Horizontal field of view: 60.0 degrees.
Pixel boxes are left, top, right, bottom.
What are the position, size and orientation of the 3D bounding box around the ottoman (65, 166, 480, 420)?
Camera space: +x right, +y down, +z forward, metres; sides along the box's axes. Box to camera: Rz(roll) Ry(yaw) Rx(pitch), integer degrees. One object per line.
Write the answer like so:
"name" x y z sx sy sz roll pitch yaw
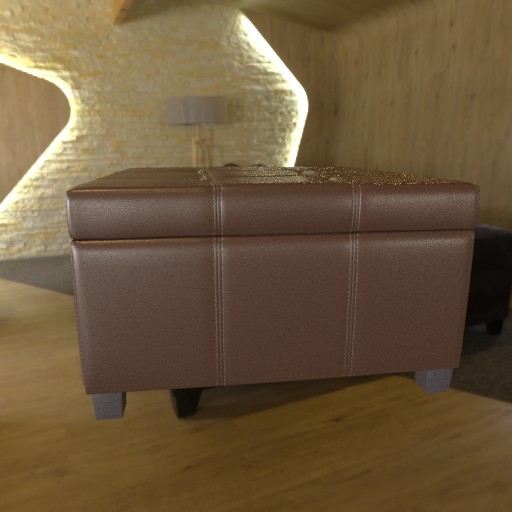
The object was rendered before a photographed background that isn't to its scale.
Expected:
"ottoman" 0.000 0.000 1.224 0.787 0.460 0.788 -2 14 -8
